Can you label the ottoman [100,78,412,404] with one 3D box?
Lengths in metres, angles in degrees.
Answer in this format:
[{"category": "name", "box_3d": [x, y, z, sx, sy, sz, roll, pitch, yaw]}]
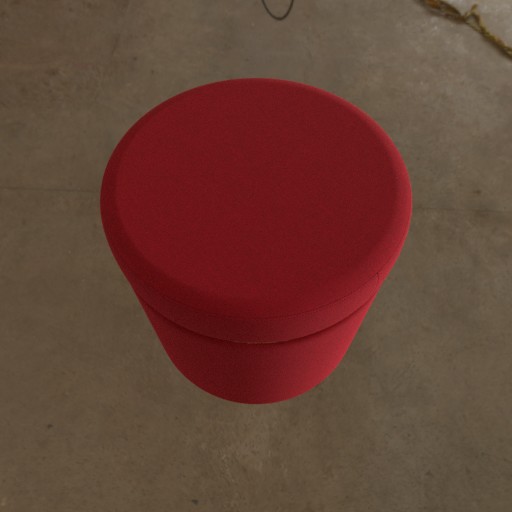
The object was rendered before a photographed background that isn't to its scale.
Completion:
[{"category": "ottoman", "box_3d": [0.000, 0.000, 0.733, 0.400, 0.406, 0.400, 0, 59, 0]}]
